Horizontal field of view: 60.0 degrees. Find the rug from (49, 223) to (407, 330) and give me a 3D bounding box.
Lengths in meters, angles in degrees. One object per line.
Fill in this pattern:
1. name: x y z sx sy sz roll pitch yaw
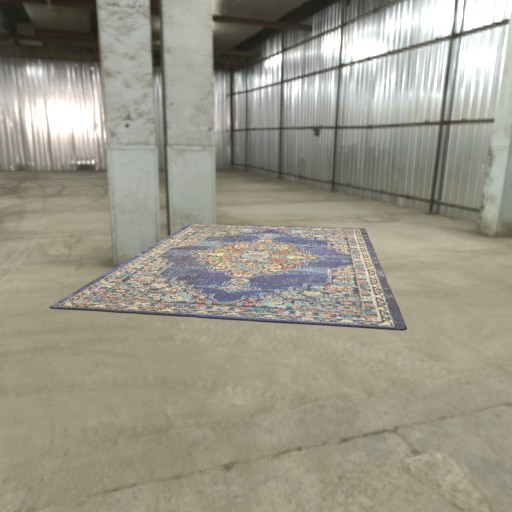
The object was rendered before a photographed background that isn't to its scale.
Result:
1. rug: 0.000 0.000 3.020 1.630 0.009 2.232 2 15 9
